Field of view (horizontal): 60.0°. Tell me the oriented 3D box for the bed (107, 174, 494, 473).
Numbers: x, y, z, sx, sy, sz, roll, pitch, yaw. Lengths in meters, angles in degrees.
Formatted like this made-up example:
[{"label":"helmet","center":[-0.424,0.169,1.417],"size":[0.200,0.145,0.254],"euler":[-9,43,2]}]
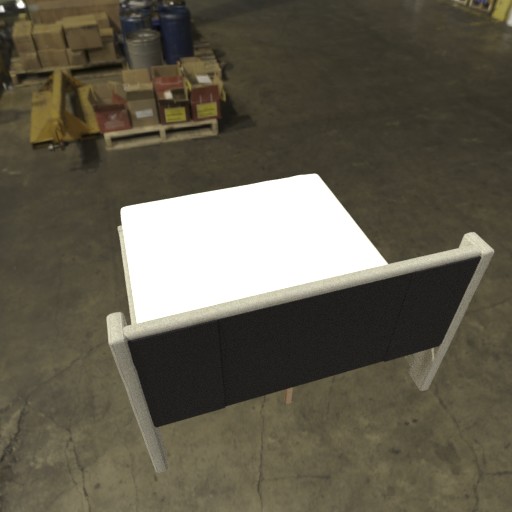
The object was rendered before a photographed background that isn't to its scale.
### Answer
[{"label":"bed","center":[0.000,0.000,3.564],"size":[2.140,1.470,2.280],"euler":[-12,44,-13]}]
